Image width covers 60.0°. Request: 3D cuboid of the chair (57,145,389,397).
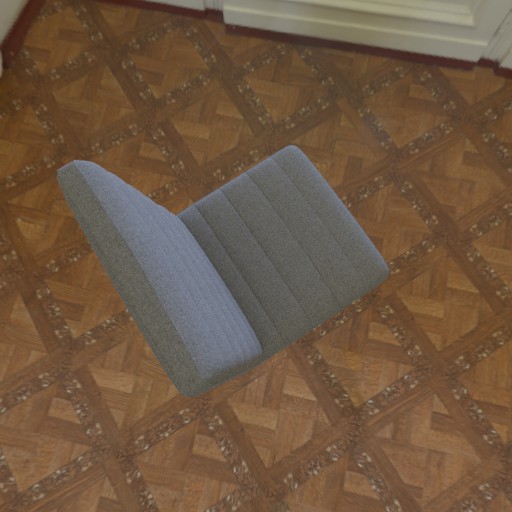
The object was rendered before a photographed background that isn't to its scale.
[{"bbox_3d":[0.000,0.000,1.279,0.634,0.930,0.520,-32,77,-8],"label":"chair"}]
